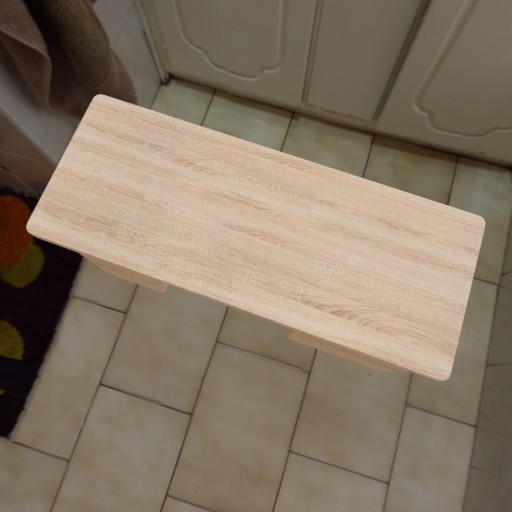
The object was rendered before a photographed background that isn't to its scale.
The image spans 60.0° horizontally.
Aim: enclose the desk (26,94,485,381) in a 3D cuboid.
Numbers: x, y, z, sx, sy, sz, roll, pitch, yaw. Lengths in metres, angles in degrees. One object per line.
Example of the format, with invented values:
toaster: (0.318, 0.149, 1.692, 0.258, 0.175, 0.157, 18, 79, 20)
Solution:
desk: (0.000, 0.000, 1.801, 1.400, 0.760, 0.550, 19, 75, 5)
